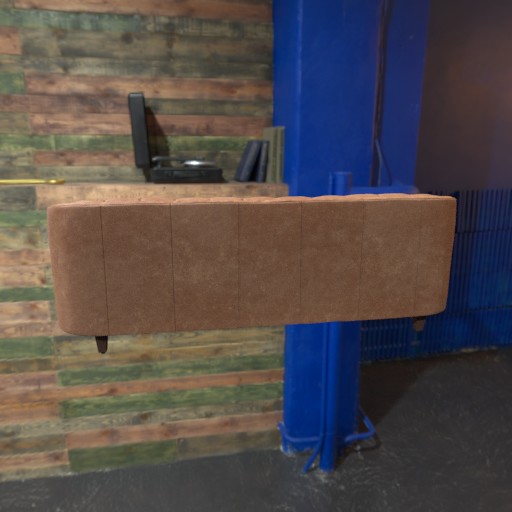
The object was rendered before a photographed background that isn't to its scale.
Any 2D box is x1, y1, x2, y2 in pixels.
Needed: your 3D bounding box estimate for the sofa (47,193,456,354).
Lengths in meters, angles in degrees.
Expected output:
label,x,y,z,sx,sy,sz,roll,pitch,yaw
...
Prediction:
label,x,y,z,sx,sy,sz,roll,pitch,yaw
sofa,0.000,0.000,2.664,2.257,0.791,0.922,-2,14,-9
